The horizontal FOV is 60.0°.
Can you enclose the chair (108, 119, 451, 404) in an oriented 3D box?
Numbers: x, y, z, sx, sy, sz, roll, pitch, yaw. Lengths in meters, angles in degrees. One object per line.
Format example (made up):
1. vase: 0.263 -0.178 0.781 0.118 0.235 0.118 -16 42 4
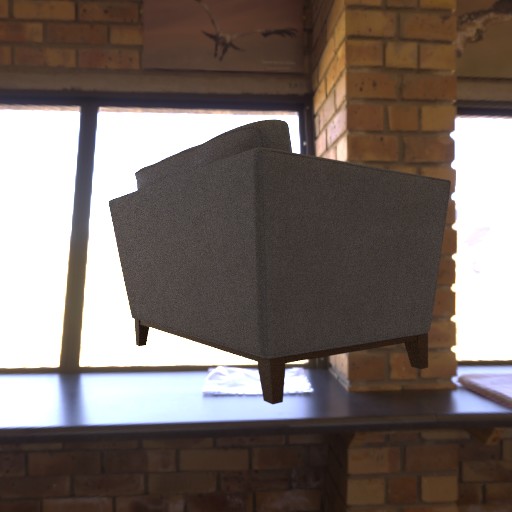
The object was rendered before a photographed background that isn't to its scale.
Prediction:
1. chair: 0.000 0.000 2.083 0.965 0.942 1.396 0 -1 -36
